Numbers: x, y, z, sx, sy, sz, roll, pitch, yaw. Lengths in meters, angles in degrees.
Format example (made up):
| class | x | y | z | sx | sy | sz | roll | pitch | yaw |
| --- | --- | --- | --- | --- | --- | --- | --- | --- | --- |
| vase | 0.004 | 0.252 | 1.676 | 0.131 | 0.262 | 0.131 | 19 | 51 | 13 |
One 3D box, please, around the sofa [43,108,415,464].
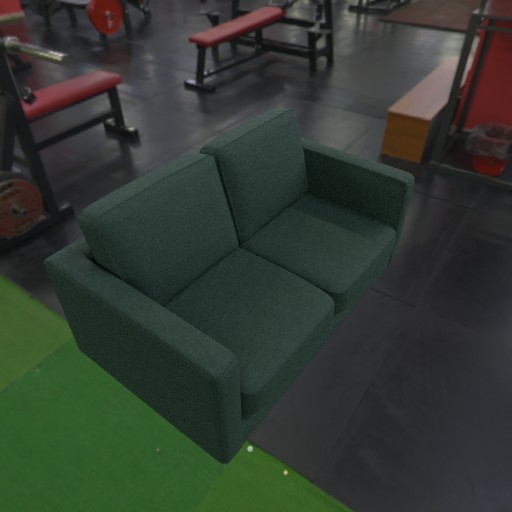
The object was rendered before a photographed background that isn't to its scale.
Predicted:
| class | x | y | z | sx | sy | sz | roll | pitch | yaw |
| --- | --- | --- | --- | --- | --- | --- | --- | --- | --- |
| sofa | 0.000 | 0.000 | 1.998 | 0.879 | 0.899 | 1.430 | 26 | 47 | 28 |
